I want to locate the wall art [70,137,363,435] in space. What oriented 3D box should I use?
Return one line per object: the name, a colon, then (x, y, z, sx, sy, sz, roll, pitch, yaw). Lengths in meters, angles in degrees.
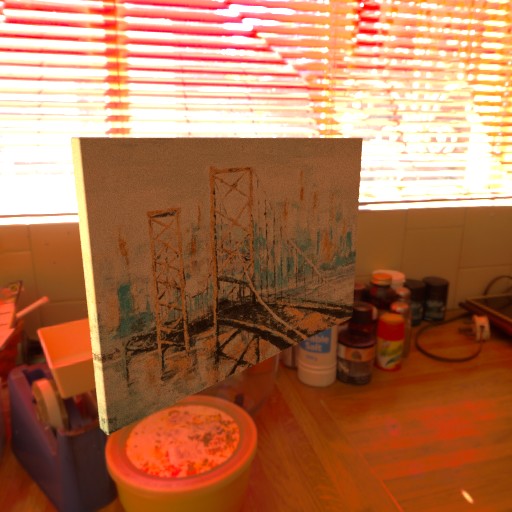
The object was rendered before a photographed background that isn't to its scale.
wall art: (0.000, 0.000, 1.179, 0.913, 0.609, 0.038, -14, 20, -43)
